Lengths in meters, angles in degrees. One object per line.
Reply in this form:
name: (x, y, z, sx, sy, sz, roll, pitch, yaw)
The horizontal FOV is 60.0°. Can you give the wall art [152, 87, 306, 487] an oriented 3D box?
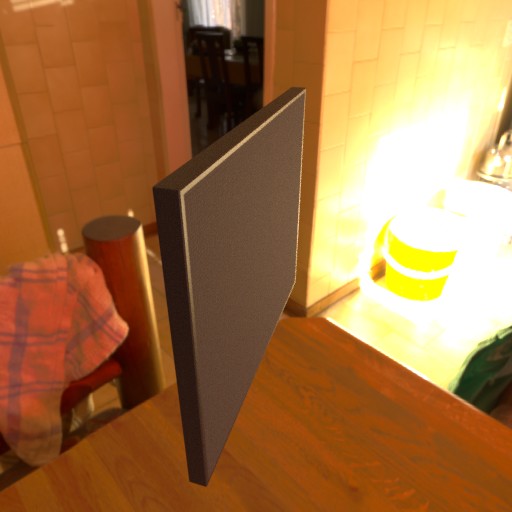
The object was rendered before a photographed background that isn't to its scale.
wall art: (0.000, 0.000, 0.757, 0.029, 0.458, 0.559, 9, 32, 15)
